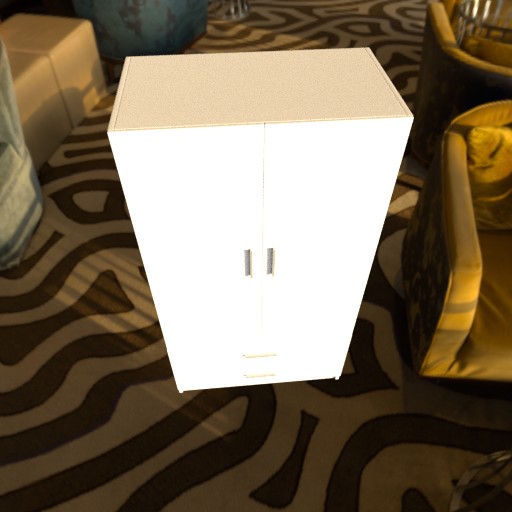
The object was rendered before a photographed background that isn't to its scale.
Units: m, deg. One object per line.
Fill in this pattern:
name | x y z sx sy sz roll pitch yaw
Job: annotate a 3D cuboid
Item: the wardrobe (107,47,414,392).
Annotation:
wardrobe | 0.000 0.000 2.262 0.991 1.808 0.577 -4 47 -4
